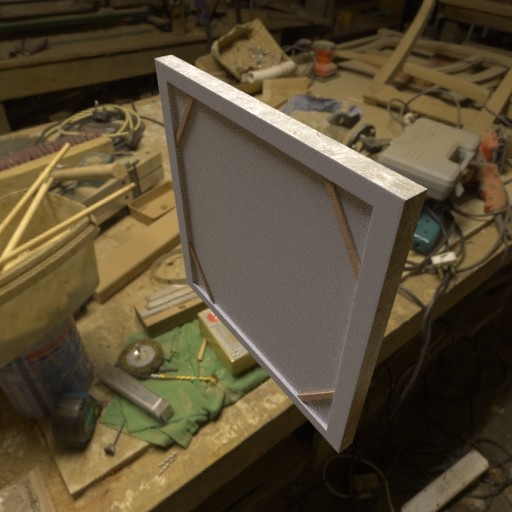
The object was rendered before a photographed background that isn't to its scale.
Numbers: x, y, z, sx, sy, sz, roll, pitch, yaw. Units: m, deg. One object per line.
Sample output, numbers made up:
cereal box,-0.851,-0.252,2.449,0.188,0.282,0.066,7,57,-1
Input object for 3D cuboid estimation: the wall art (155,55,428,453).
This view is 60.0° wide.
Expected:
wall art,0.000,0.000,0.884,0.038,0.610,0.610,-26,47,-27
